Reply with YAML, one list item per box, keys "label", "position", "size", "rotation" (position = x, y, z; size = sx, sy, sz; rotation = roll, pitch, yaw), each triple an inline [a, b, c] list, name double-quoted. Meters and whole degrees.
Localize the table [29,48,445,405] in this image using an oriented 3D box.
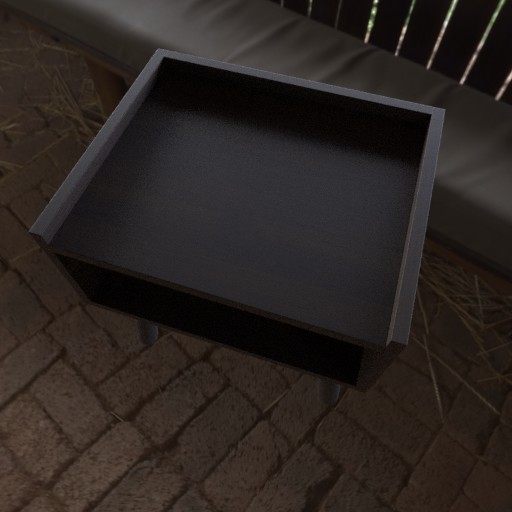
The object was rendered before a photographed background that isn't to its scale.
- label: "table"
  position: [0.000, 0.000, 0.785]
  size: [0.450, 0.470, 0.370]
  rotation: [16, 61, 9]
